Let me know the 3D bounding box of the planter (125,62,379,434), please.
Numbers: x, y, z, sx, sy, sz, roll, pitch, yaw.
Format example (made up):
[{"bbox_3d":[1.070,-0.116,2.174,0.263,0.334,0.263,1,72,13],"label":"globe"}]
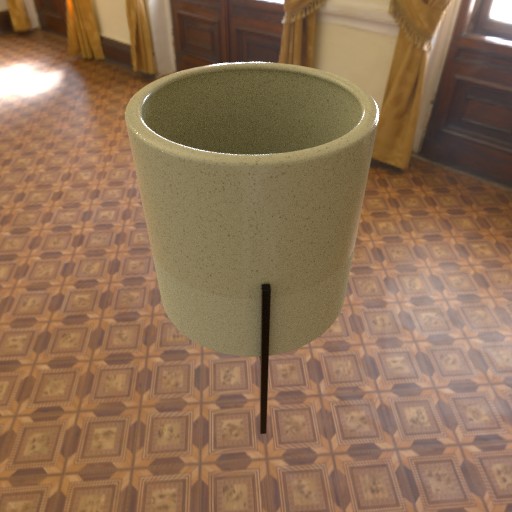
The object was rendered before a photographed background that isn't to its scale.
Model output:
[{"bbox_3d":[0.000,0.000,0.545,0.243,0.390,0.234,-26,47,-27],"label":"planter"}]
